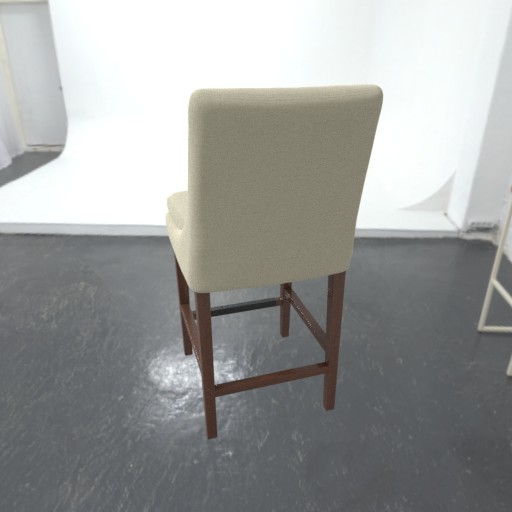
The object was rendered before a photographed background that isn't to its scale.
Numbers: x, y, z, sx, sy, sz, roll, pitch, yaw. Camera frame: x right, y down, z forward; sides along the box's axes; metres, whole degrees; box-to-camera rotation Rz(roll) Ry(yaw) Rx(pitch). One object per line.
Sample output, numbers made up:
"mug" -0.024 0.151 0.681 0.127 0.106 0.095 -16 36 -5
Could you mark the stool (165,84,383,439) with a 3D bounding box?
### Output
"stool" 0.000 0.000 1.318 0.470 0.981 0.577 -8 26 -15
